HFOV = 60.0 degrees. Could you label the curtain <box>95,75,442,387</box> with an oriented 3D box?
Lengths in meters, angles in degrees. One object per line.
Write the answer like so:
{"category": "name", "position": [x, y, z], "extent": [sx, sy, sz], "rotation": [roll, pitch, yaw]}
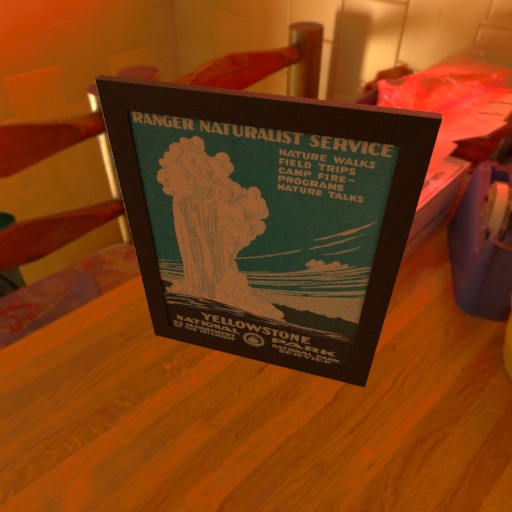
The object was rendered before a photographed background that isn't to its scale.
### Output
{"category": "curtain", "position": [0.000, 0.000, 0.795], "extent": [0.483, 0.585, 0.027], "rotation": [11, 42, 13]}
